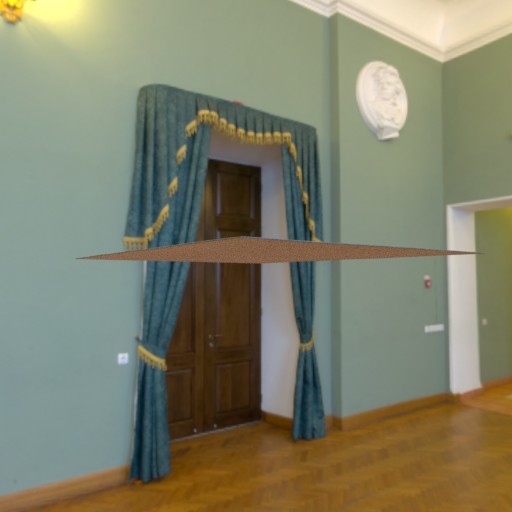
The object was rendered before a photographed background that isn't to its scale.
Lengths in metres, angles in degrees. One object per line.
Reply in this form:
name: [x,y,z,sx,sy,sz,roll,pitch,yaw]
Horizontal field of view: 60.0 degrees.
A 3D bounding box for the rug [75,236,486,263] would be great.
rug: [0.000,0.000,4.093,2.438,0.013,3.048,2,-4,-37]
